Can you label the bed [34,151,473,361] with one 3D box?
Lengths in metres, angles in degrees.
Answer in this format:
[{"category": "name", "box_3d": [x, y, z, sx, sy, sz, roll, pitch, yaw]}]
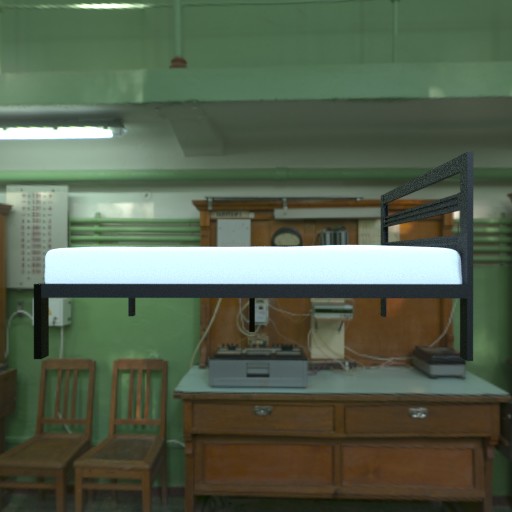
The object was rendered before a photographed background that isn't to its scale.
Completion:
[{"category": "bed", "box_3d": [0.000, 0.000, 2.826, 2.062, 0.967, 1.524, 0, 0, 1]}]
